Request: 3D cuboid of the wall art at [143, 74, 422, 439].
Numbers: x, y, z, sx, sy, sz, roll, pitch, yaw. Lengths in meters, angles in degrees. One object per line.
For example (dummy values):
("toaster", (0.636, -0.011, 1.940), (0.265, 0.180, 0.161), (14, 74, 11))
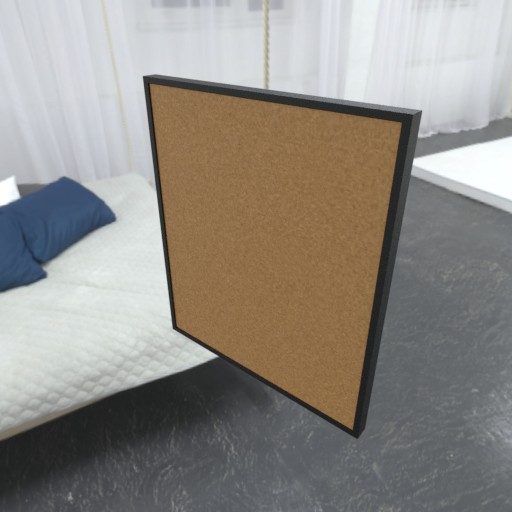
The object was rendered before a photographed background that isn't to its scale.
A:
("wall art", (0.000, 0.000, 0.536), (0.330, 0.381, 0.019), (22, 36, 33))
